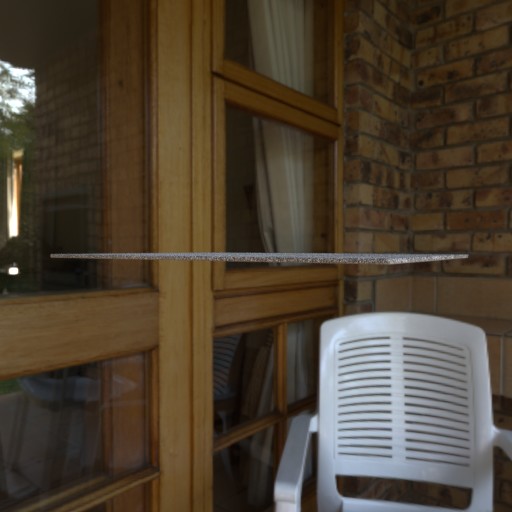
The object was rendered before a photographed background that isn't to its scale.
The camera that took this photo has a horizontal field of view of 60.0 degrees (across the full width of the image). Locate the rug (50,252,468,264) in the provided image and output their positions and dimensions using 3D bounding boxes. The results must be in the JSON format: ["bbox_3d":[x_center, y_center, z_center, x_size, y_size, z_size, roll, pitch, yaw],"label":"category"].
[{"bbox_3d":[0.000,0.000,3.432,2.699,0.026,1.802,1,1,35],"label":"rug"}]
